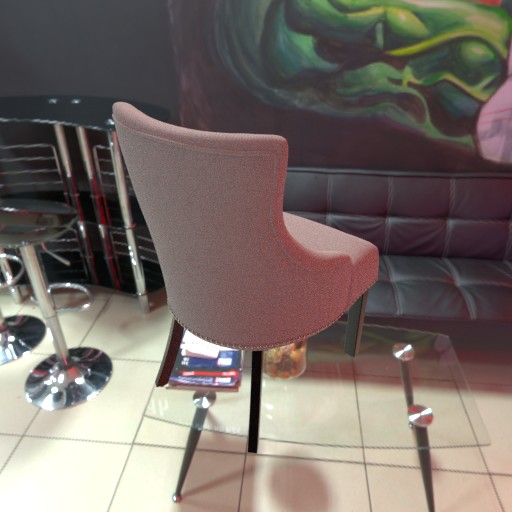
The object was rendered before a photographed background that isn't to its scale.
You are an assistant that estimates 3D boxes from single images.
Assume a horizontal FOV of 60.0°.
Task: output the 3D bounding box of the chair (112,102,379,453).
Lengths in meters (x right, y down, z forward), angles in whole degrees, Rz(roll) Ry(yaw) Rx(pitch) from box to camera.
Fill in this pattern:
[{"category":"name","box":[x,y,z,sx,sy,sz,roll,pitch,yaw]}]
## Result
[{"category":"chair","box":[0.000,0.000,1.329,0.566,0.909,0.629,22,38,32]}]
